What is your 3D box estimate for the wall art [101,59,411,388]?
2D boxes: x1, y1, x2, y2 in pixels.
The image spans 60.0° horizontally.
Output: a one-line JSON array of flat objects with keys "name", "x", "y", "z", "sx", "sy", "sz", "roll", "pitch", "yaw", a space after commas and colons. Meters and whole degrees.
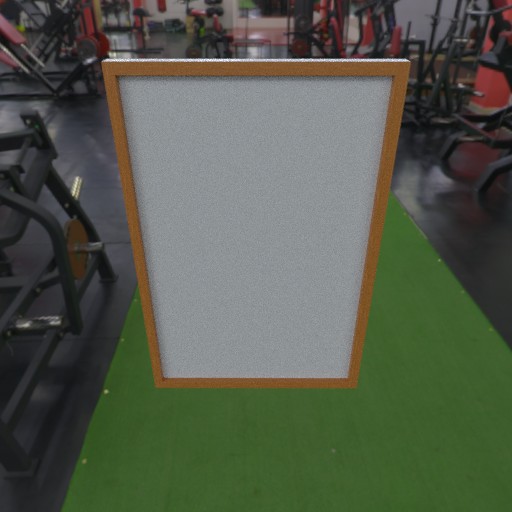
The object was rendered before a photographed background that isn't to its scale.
[{"name": "wall art", "x": 0.000, "y": 0.000, "z": 1.123, "sx": 0.610, "sy": 0.916, "sz": 0.037, "roll": 0, "pitch": 31, "yaw": 0}]
